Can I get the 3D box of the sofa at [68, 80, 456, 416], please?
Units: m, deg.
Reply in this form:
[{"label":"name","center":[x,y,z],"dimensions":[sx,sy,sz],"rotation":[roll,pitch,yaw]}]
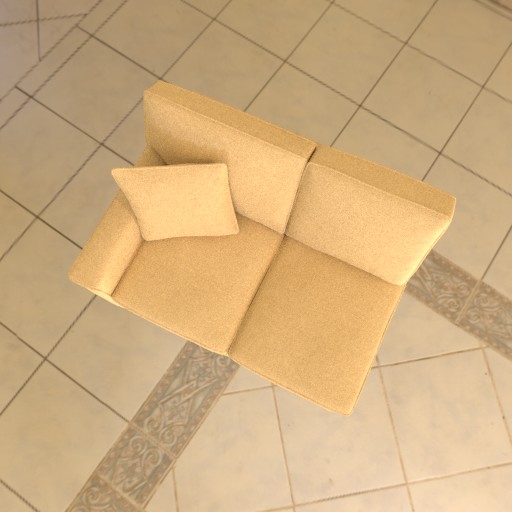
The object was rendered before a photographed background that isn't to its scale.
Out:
[{"label":"sofa","center":[0.000,0.000,2.111],"dimensions":[1.388,0.989,0.991],"rotation":[24,76,7]}]
